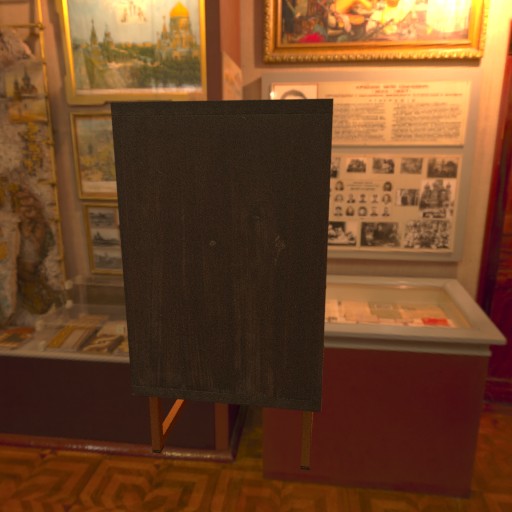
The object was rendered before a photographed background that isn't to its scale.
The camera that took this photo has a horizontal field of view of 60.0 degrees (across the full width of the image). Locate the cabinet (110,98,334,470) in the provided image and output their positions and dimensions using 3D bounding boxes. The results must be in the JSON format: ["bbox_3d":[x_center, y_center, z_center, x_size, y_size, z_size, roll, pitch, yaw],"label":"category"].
[{"bbox_3d":[0.000,0.000,1.429,0.451,0.860,0.950,2,14,9],"label":"cabinet"}]
